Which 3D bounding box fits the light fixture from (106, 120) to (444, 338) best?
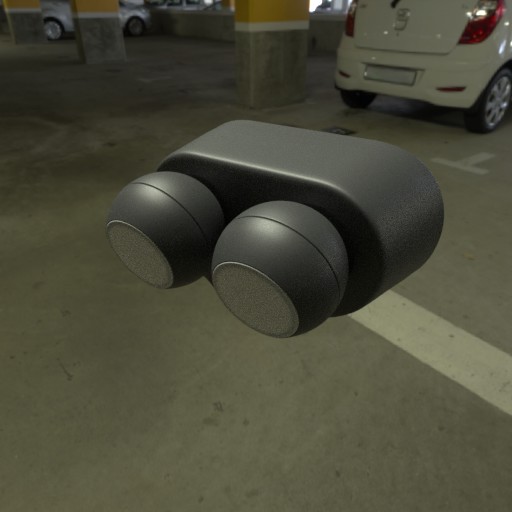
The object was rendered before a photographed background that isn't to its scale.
[{"bbox_3d":[0.000,0.000,0.338,0.229,0.159,0.159,19,35,29],"label":"light fixture"}]
